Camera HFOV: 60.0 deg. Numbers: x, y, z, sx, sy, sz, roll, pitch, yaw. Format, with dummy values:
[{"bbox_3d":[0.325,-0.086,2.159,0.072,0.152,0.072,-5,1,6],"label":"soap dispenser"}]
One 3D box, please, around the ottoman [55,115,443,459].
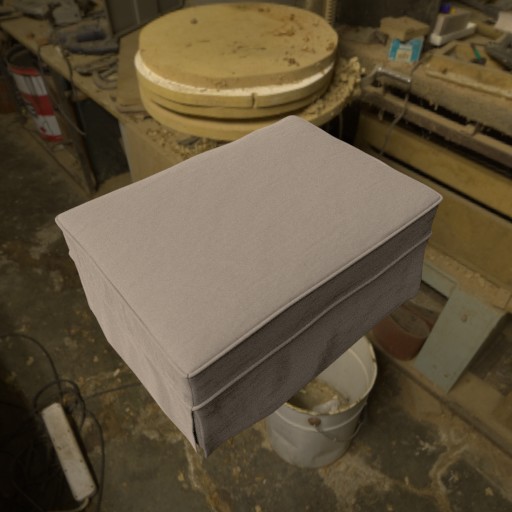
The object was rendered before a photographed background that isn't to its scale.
[{"bbox_3d":[0.000,0.000,1.374,0.944,0.479,0.703,-31,53,-27],"label":"ottoman"}]
